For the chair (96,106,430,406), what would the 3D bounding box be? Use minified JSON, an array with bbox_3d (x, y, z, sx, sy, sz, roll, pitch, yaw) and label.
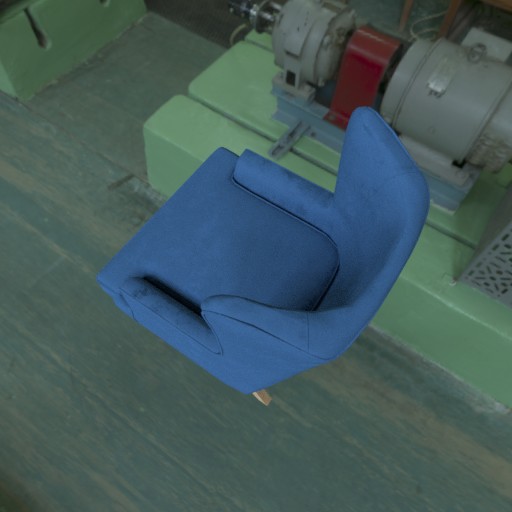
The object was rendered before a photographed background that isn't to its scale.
[{"bbox_3d":[0.000,0.000,1.600,0.910,0.952,0.793,31,66,16],"label":"chair"}]
